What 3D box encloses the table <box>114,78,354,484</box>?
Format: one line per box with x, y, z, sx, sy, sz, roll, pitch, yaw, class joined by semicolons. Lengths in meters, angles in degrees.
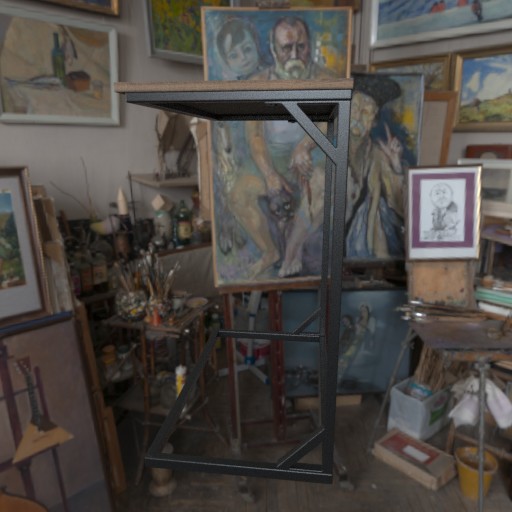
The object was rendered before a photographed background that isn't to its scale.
0.000;0.000;1.007;0.351;0.673;0.597;2;14;7;table
